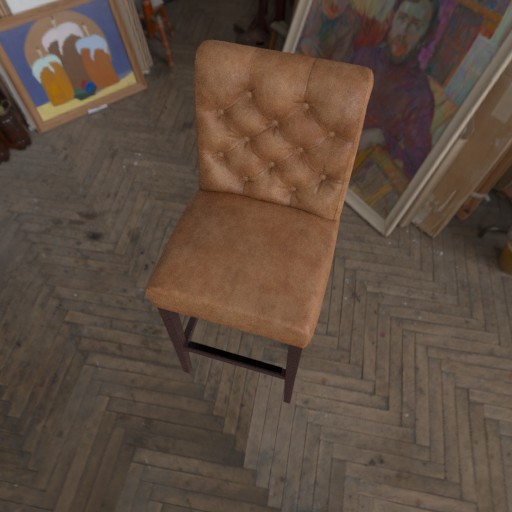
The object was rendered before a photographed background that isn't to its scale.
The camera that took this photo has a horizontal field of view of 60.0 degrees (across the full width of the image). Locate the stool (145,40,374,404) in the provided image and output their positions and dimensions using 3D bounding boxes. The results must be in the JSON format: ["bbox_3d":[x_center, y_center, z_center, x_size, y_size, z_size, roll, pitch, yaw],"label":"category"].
[{"bbox_3d":[0.000,0.000,1.474,0.493,1.140,0.601,14,59,9],"label":"stool"}]
